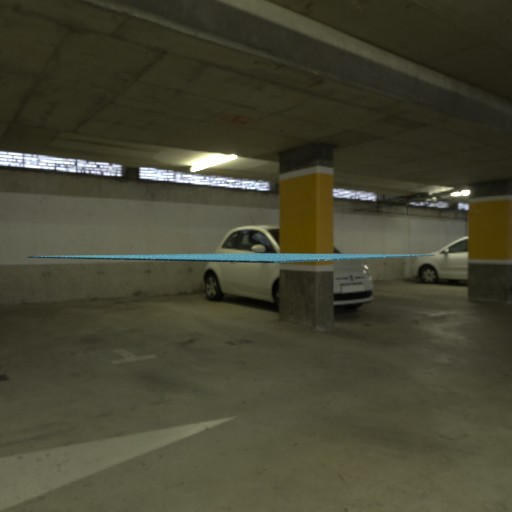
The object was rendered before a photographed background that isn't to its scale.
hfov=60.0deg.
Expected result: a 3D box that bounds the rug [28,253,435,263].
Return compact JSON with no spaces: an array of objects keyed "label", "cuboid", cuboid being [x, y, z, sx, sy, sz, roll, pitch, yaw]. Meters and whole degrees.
[{"label":"rug","cuboid":[0.000,0.000,4.141,2.432,0.012,3.033,1,1,36]}]
